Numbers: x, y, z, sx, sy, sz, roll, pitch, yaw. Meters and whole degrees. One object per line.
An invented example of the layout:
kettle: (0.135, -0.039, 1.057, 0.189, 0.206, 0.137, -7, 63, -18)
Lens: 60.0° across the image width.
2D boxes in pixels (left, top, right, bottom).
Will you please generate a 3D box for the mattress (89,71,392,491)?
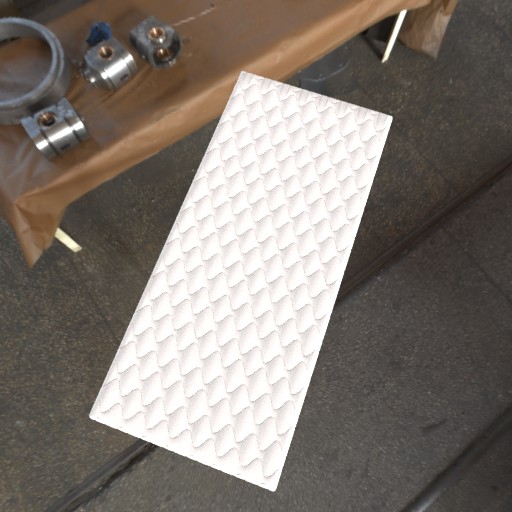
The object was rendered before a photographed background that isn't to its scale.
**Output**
mattress: (0.000, 0.000, 2.299, 0.900, 0.200, 2.000, 19, 74, 6)
